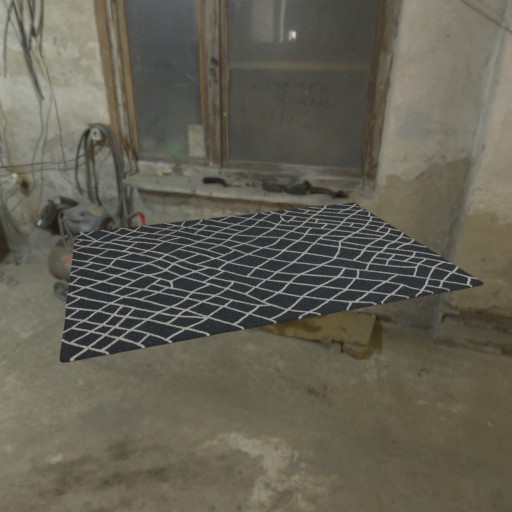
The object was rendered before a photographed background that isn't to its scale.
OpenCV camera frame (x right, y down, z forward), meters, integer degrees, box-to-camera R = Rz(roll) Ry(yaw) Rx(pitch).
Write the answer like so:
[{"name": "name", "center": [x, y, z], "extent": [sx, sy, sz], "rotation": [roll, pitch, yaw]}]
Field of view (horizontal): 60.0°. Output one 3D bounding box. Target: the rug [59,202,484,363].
[{"name": "rug", "center": [0.000, 0.000, 2.315], "extent": [1.830, 0.013, 1.223], "rotation": [-8, 27, -16]}]
